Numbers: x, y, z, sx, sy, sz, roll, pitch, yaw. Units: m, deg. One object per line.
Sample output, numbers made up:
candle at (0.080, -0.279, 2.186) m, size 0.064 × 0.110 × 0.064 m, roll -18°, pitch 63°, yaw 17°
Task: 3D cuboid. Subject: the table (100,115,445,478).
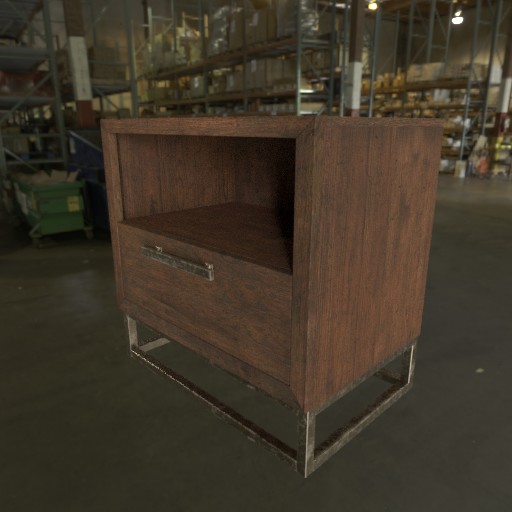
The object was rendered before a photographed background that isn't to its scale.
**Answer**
table at (0.000, 0.000, 1.260) m, size 0.542 × 0.746 × 0.767 m, roll -16°, pitch 23°, yaw -43°
